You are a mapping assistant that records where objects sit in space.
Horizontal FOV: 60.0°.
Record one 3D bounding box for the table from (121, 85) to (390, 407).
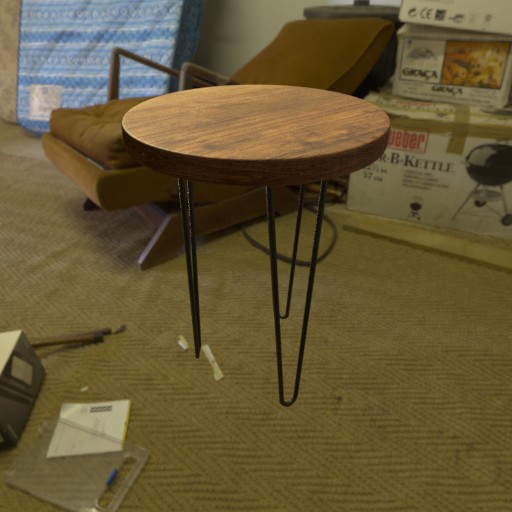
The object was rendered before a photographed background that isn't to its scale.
[{"bbox_3d":[0.000,0.000,0.817,0.400,0.520,0.400,0,33,0],"label":"table"}]
